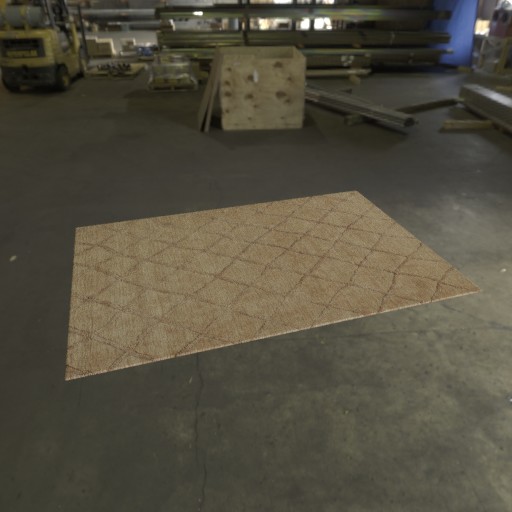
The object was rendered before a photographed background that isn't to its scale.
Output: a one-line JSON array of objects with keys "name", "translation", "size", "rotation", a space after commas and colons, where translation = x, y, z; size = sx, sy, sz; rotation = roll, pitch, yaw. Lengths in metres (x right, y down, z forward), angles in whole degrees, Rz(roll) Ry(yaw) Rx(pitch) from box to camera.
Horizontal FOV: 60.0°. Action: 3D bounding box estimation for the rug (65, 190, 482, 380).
[{"name": "rug", "translation": [0.000, 0.000, 2.921], "size": [2.292, 0.014, 1.528], "rotation": [-9, 33, -15]}]
